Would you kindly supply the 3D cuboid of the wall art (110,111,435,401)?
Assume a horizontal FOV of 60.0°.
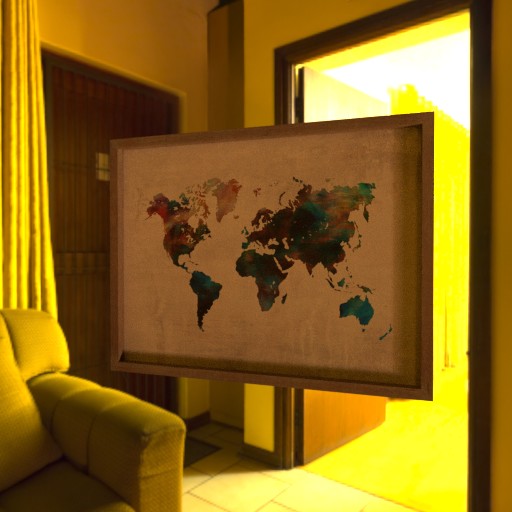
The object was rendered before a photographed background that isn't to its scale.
[{"bbox_3d":[0.000,0.000,1.772,1.320,1.009,0.070,0,1,18],"label":"wall art"}]
